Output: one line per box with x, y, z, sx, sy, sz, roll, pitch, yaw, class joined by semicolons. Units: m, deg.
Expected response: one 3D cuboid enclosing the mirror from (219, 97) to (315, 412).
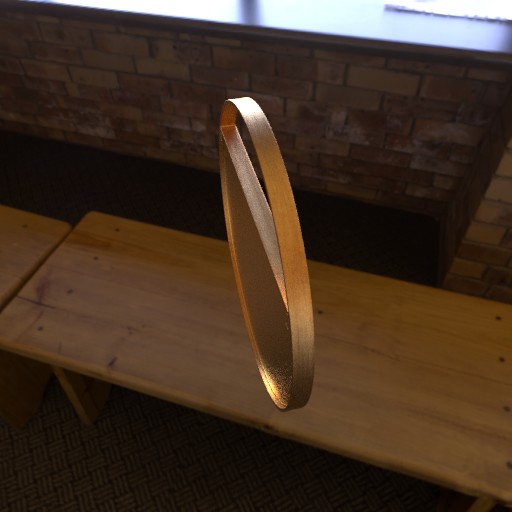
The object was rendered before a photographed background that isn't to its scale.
0.000;0.000;0.840;0.032;0.565;0.565;-10;47;-9;mirror
